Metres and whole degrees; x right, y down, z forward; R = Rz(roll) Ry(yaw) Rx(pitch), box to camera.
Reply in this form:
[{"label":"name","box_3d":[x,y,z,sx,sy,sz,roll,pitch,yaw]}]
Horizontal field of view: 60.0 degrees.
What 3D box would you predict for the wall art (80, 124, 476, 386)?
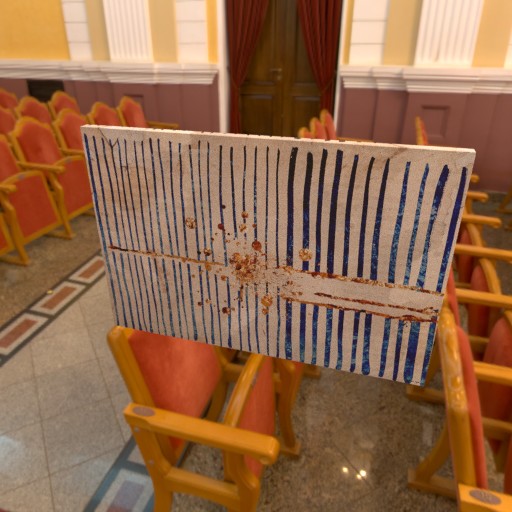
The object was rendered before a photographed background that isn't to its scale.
[{"label":"wall art","box_3d":[0.000,0.000,1.146,0.919,0.609,0.030,8,28,15]}]
